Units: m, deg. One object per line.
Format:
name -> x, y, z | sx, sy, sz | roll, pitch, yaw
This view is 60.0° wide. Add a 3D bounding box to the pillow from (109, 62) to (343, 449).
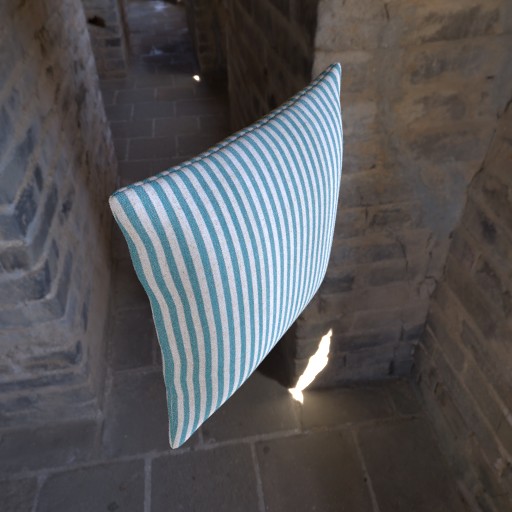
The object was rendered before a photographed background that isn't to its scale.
pillow -> 0.000, 0.000, 0.765 | 0.166, 0.510, 0.523 | 24, 46, 25
